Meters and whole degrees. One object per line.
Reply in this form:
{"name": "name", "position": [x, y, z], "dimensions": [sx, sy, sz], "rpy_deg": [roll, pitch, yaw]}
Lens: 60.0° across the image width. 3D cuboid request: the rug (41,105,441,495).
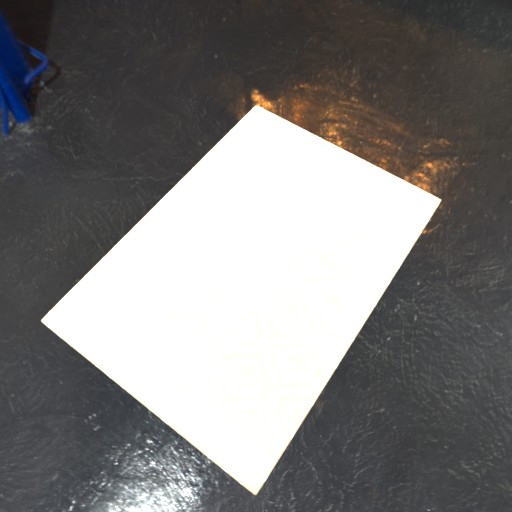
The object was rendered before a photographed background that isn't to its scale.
{"name": "rug", "position": [0.000, 0.000, 2.751], "dimensions": [1.524, 0.010, 2.134], "rpy_deg": [32, 66, 16]}
